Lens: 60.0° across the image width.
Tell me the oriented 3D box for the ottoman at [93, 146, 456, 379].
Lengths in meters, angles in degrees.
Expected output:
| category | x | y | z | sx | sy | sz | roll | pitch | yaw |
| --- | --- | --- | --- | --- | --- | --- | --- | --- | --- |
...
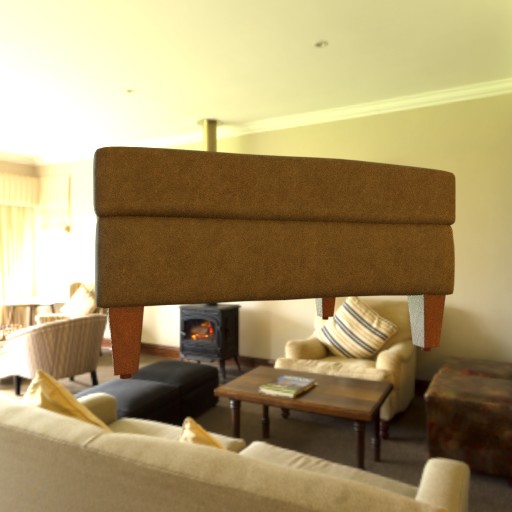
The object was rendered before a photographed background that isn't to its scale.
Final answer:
| category | x | y | z | sx | sy | sz | roll | pitch | yaw |
| --- | --- | --- | --- | --- | --- | --- | --- | --- | --- |
| ottoman | 0.000 | 0.000 | 1.227 | 0.839 | 0.464 | 0.639 | 0 | 1 | -19 |
